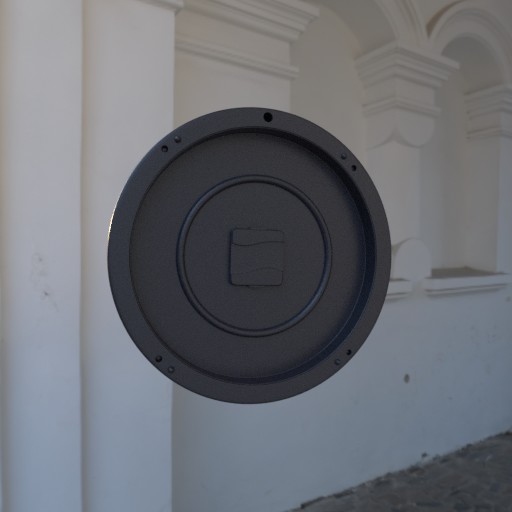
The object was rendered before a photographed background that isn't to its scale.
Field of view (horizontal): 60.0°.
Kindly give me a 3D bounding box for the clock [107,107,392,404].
[{"bbox_3d":[0.000,0.000,0.473,0.300,0.300,0.060,0,1,-17],"label":"clock"}]
